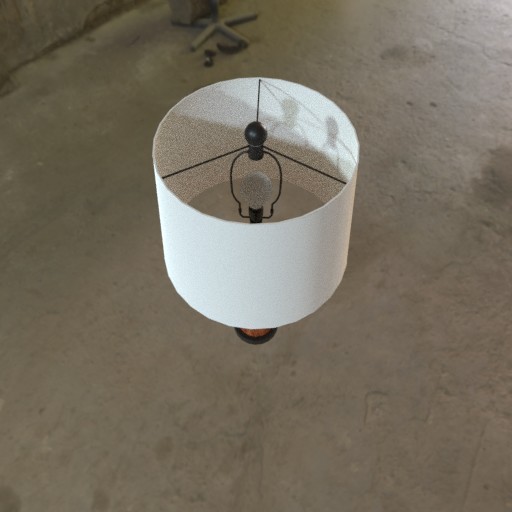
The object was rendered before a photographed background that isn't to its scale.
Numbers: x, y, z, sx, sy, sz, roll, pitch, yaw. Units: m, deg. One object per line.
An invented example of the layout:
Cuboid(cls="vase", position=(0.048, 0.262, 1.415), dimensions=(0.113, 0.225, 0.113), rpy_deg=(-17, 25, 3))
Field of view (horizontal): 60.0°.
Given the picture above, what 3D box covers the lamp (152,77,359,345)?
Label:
Cuboid(cls="lamp", position=(0.000, 0.000, 0.882), dimensions=(0.349, 0.667, 0.349), rpy_deg=(0, 58, 0))
